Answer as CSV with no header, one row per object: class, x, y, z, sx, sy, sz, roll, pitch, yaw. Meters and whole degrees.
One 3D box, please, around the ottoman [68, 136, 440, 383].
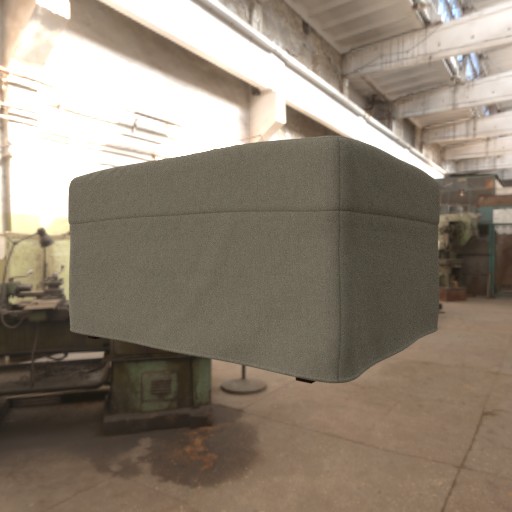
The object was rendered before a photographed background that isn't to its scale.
ottoman,0.000,0.000,1.235,0.833,0.461,0.648,1,1,36
